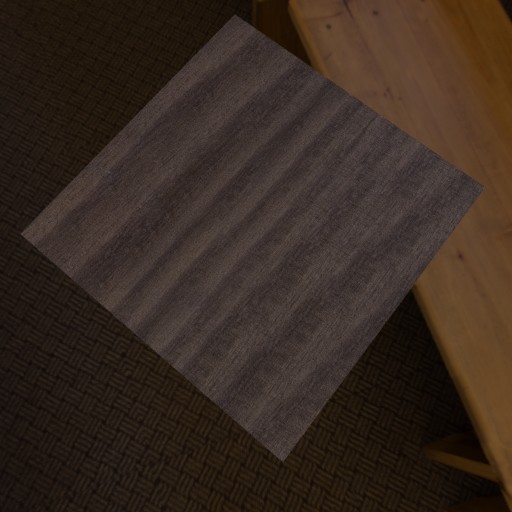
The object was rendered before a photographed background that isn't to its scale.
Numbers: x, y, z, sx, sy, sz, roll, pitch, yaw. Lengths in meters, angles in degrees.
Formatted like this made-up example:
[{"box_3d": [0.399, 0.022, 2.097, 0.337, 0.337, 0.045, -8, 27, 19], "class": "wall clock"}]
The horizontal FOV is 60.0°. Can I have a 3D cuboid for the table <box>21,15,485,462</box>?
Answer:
[{"box_3d": [0.000, 0.000, 0.962, 0.504, 0.587, 0.506, 38, 79, 9], "class": "table"}]
